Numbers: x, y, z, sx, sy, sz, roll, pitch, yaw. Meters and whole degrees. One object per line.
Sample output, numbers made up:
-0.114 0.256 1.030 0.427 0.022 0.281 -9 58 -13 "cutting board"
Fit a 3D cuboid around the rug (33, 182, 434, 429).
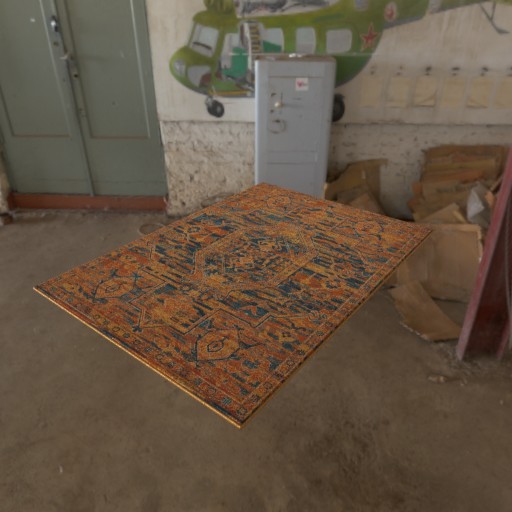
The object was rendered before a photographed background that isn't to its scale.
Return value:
0.000 0.000 2.914 1.588 0.024 2.204 22 36 32 "rug"
